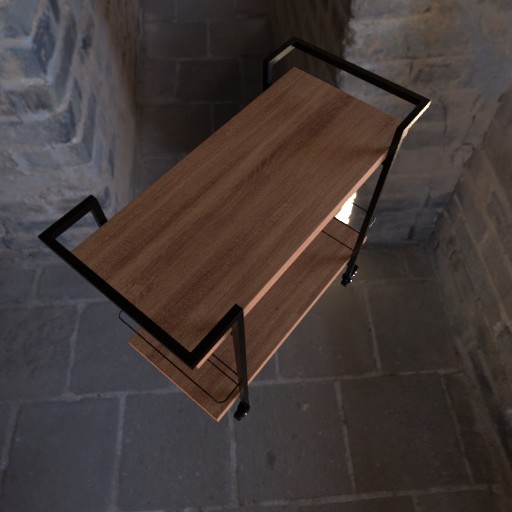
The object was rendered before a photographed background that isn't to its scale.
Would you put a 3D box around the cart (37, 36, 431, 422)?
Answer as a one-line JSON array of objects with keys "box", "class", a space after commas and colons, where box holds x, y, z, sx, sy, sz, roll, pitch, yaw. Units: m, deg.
[{"box": [0.000, 0.000, 1.251, 0.406, 0.762, 0.806, 35, 65, 19], "class": "cart"}]
